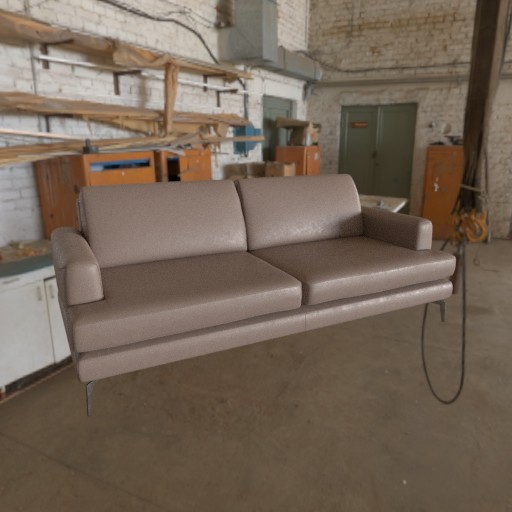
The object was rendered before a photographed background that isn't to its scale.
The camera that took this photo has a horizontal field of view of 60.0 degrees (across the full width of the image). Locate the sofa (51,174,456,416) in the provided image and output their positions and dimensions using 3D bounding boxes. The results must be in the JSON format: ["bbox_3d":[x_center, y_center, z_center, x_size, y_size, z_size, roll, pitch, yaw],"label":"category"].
[{"bbox_3d":[0.000,0.000,2.348,1.940,0.765,0.974,-8,17,-26],"label":"sofa"}]
